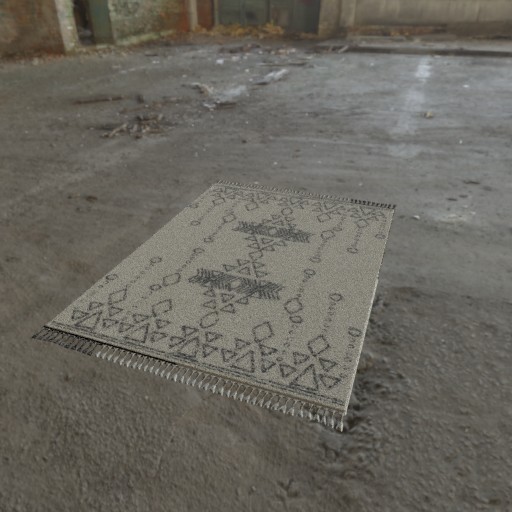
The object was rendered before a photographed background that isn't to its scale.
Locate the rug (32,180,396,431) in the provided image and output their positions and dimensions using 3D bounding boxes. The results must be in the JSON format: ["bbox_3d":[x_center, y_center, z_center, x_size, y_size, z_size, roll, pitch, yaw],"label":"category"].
[{"bbox_3d":[0.000,0.000,2.953,1.600,0.013,2.312,11,33,17],"label":"rug"}]
